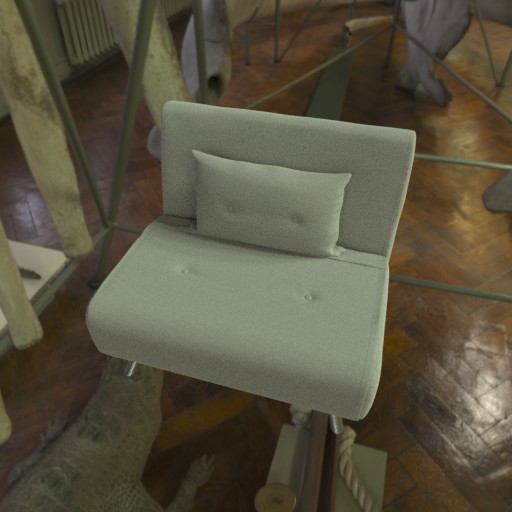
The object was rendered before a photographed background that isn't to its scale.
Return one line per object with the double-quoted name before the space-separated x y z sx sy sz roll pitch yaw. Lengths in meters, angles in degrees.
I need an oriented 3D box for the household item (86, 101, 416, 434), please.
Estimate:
"household item" 0.000 0.000 1.673 1.000 0.800 0.874 11 43 12
